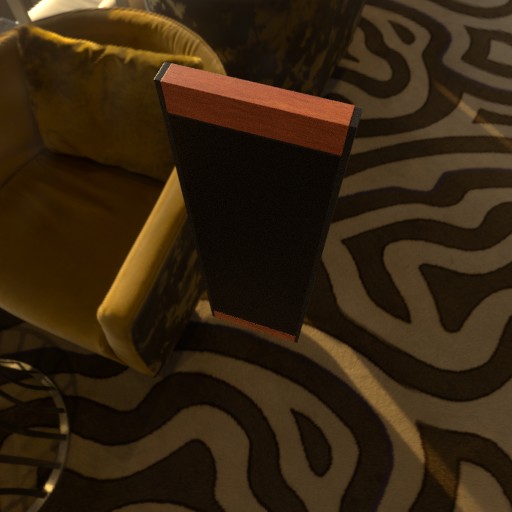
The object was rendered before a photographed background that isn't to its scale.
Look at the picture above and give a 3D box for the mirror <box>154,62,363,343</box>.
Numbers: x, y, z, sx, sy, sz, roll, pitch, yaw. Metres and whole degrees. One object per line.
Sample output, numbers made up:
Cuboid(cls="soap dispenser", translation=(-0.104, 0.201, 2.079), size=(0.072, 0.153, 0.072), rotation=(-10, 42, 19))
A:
Cuboid(cls="mirror", translation=(0.000, 0.000, 1.214), size=(0.343, 1.123, 0.047), rotation=(16, 63, 8))
